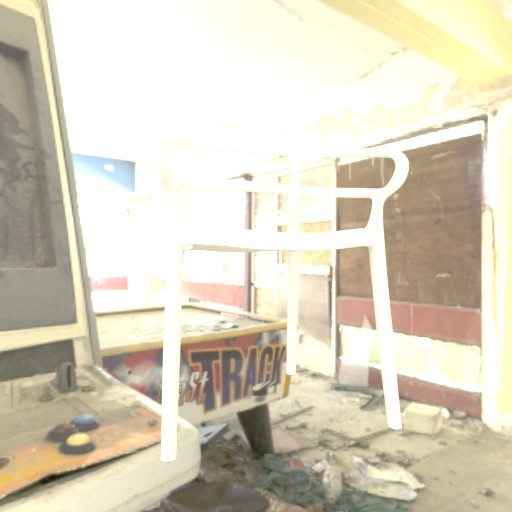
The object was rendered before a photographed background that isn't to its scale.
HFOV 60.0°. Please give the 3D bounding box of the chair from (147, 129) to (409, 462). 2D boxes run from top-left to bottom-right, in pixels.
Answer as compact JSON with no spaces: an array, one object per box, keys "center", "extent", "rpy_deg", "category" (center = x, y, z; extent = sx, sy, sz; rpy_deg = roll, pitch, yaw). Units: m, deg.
[{"center":[0.000,0.000,1.125],"extent":[0.559,0.761,0.527],"rpy_deg":[0,0,-18],"category":"chair"}]
